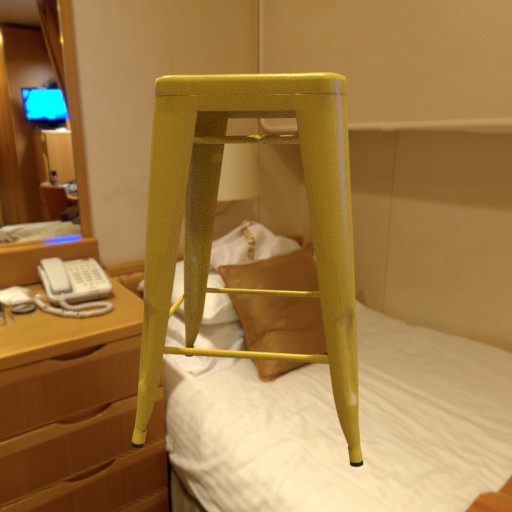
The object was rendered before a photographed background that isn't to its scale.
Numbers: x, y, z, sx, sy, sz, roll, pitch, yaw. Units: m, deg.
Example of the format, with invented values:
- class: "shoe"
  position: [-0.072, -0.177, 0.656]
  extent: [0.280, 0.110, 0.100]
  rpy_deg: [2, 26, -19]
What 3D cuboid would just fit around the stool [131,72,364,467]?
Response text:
- class: "stool"
  position: [0.000, 0.000, 0.835]
  extent: [0.399, 0.609, 0.359]
  rpy_deg: [2, 15, 6]
